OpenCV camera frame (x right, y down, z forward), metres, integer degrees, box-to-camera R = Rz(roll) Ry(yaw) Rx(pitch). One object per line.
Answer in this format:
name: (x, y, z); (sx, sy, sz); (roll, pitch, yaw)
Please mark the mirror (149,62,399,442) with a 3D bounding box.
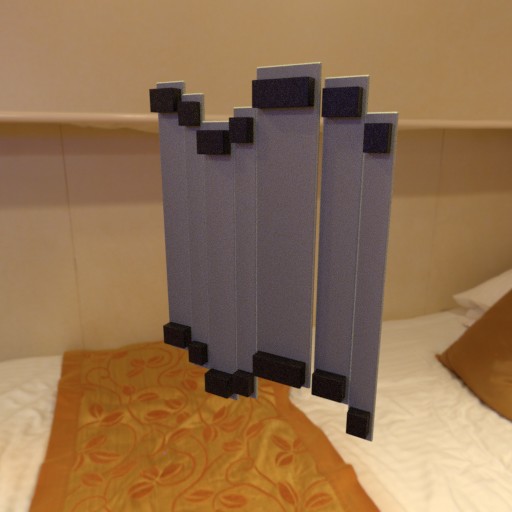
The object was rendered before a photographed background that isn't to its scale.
mirror: (0.000, 0.000, 0.774); (0.445, 0.611, 0.058); (8, 17, 28)
